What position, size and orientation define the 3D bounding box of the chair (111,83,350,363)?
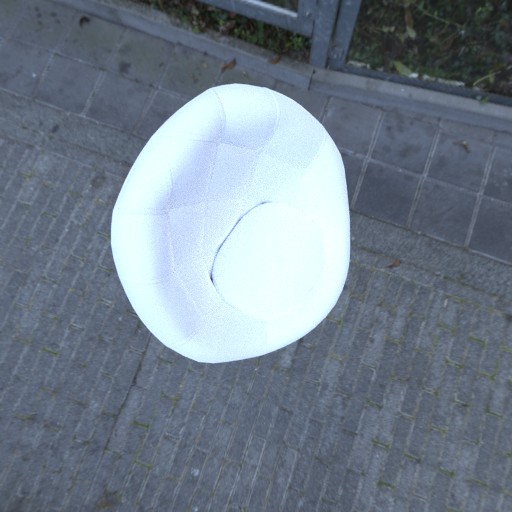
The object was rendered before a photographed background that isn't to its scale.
[{"bbox_3d":[0.000,0.000,1.801,0.736,1.261,0.940,33,78,8],"label":"chair"}]
